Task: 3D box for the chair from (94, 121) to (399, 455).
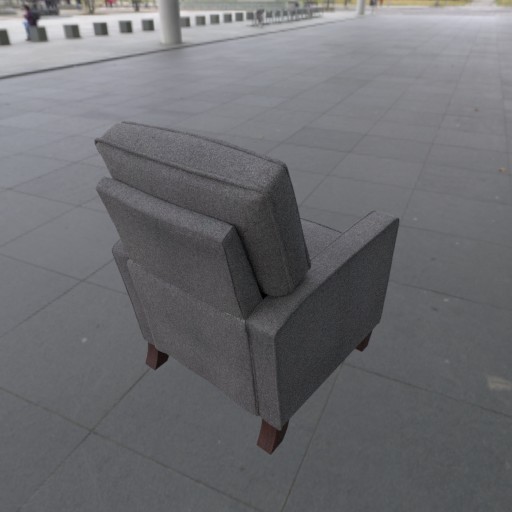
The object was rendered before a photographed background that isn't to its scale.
[{"bbox_3d":[0.000,0.000,1.441,0.650,0.889,0.775,23,38,33],"label":"chair"}]
